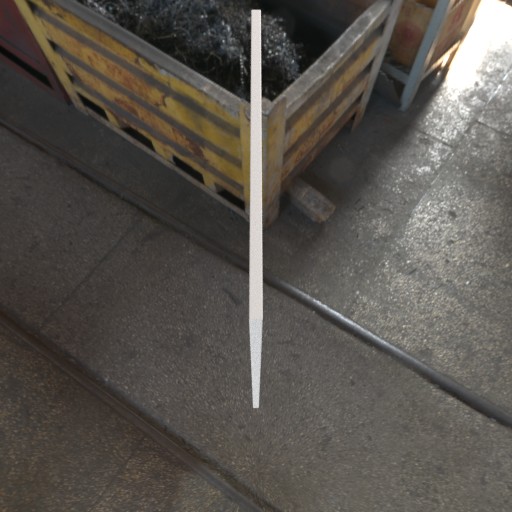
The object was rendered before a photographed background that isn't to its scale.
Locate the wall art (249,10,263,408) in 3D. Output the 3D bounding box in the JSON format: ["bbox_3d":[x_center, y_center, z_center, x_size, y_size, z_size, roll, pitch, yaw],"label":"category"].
[{"bbox_3d":[0.000,0.000,0.823,0.013,0.656,0.456,0,64,0],"label":"wall art"}]
